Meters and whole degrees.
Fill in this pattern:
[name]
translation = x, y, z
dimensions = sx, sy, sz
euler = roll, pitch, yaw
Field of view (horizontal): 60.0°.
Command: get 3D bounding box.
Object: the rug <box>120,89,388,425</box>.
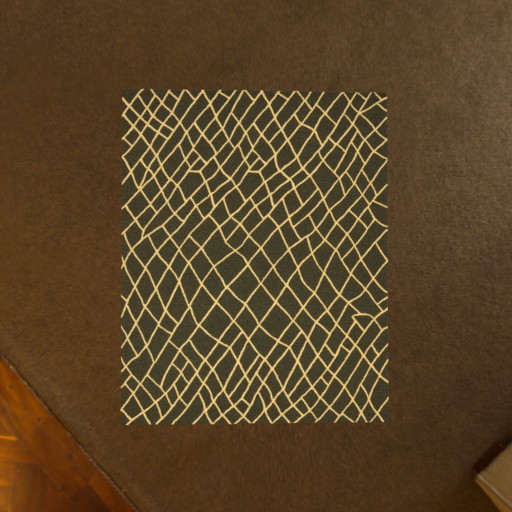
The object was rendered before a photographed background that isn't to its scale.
[rug]
translation = 0.000, 0.000, 4.052
dimensions = 2.439, 0.022, 3.047
euler = 0, 89, -2
